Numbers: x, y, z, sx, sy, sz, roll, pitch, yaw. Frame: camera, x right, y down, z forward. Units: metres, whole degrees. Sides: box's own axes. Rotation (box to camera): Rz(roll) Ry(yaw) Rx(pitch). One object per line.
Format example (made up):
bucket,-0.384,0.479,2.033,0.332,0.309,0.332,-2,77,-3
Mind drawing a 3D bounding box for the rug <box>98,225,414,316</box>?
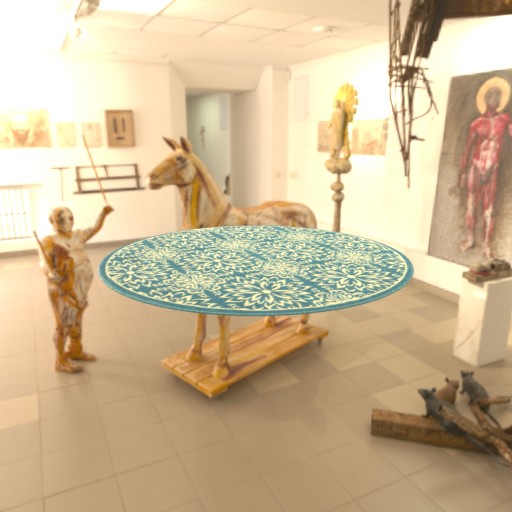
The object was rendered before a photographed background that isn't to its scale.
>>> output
rug,0.000,0.000,2.363,1.593,0.012,1.593,0,16,0
